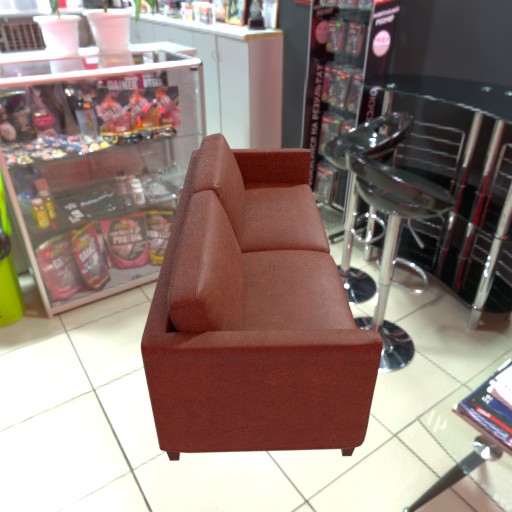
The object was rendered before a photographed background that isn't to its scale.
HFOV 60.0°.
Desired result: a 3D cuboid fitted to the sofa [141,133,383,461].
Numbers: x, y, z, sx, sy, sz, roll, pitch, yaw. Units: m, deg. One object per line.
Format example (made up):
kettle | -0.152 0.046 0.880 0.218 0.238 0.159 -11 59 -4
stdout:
sofa | 0.000 0.000 2.714 0.950 0.932 2.204 -1 33 -1
